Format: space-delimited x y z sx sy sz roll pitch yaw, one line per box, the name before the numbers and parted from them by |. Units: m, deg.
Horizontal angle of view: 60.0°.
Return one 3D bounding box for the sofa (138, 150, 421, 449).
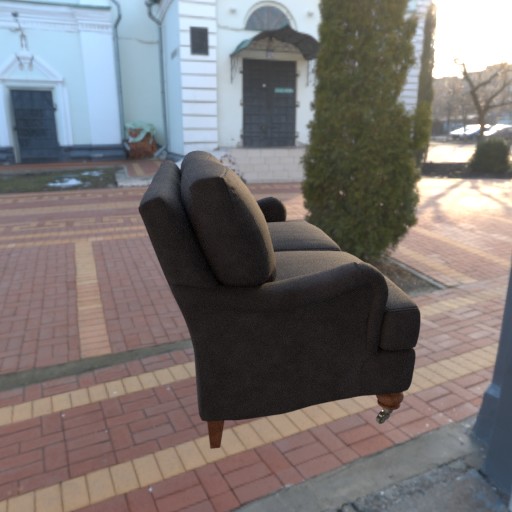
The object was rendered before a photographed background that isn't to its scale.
sofa | 0.000 0.000 2.508 1.084 1.101 1.853 -3 16 -9
